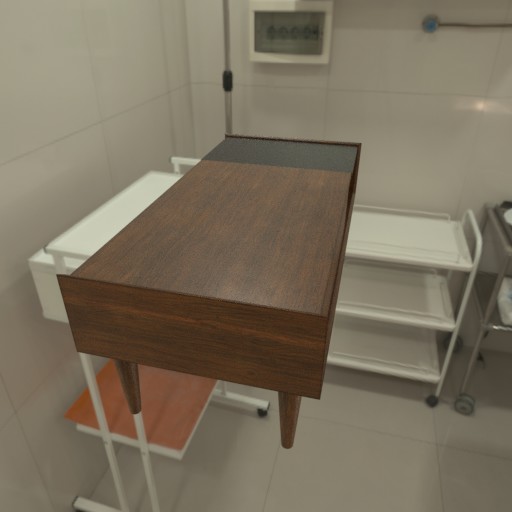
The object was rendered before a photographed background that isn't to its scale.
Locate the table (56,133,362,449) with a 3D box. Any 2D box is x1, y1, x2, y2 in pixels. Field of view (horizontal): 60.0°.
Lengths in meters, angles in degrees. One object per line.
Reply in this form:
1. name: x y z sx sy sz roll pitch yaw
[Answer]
1. table: 0.000 0.000 1.566 0.610 0.508 1.221 7 31 13
